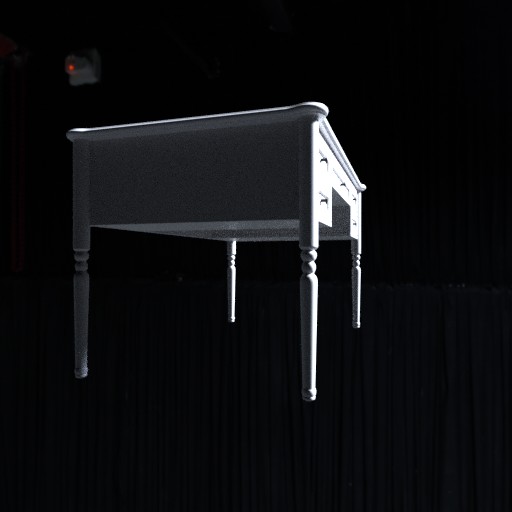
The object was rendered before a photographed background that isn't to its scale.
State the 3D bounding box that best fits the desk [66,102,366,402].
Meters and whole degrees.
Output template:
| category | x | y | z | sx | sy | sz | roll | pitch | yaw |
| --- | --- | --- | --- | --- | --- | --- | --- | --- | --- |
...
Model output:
| category | x | y | z | sx | sy | sz | roll | pitch | yaw |
| --- | --- | --- | --- | --- | --- | --- | --- | --- | --- |
| desk | 0.000 | 0.000 | 1.866 | 0.807 | 0.762 | 1.380 | 0 | 0 | 18 |
